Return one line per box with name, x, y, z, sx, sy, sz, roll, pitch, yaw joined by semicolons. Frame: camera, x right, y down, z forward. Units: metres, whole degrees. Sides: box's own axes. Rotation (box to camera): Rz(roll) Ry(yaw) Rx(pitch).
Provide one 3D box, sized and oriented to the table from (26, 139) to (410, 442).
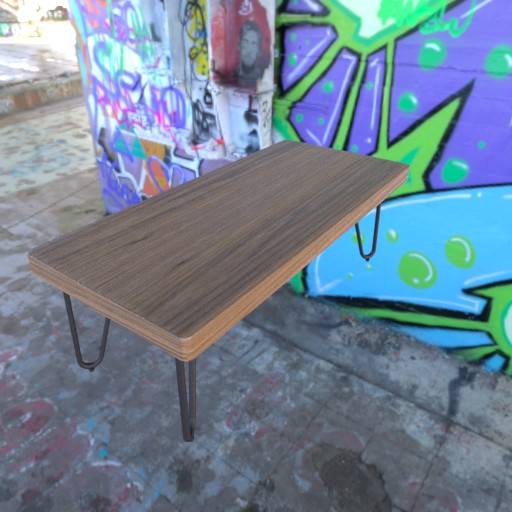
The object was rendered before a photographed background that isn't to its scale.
table;0.000;0.000;1.692;0.637;0.468;1.375;21;37;30
